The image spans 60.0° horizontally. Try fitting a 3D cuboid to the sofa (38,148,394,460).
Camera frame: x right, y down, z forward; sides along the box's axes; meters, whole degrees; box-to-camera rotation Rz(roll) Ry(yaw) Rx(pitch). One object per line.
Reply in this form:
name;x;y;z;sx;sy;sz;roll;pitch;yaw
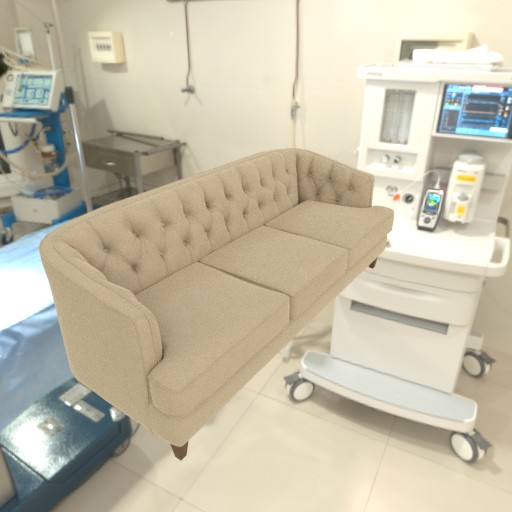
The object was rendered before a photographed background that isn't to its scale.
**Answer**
sofa;0.000;0.000;2.661;0.941;0.855;2.278;18;32;31
